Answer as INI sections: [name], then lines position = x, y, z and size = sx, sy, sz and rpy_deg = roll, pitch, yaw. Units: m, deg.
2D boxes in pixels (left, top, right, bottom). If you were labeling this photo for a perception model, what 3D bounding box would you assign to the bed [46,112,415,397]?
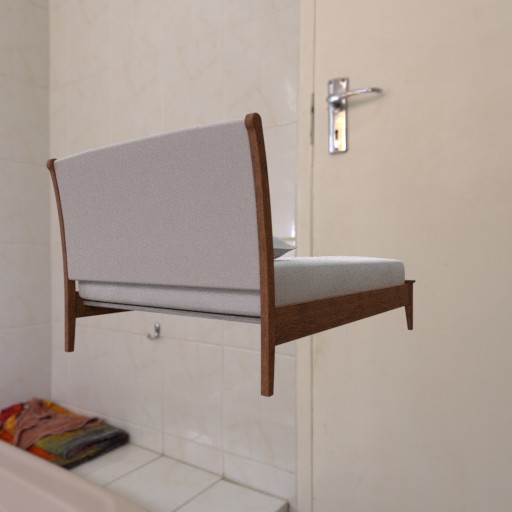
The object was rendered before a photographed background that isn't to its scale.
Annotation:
[bed]
position = 0.000, 0.000, 2.975
size = 1.502, 1.135, 2.108
rpy_deg = 0, 0, 35
